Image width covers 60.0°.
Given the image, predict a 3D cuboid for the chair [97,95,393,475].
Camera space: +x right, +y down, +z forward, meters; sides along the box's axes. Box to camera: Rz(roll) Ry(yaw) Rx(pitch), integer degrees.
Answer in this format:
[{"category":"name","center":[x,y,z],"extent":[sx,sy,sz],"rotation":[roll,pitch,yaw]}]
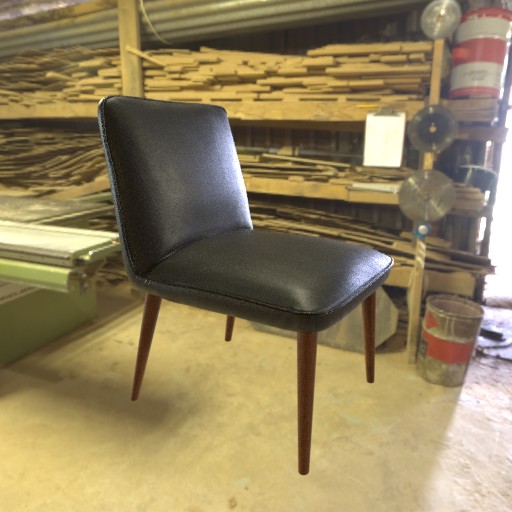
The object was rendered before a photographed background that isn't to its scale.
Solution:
[{"category":"chair","center":[0.000,0.000,1.174],"extent":[0.645,0.801,0.543],"rotation":[8,17,27]}]
